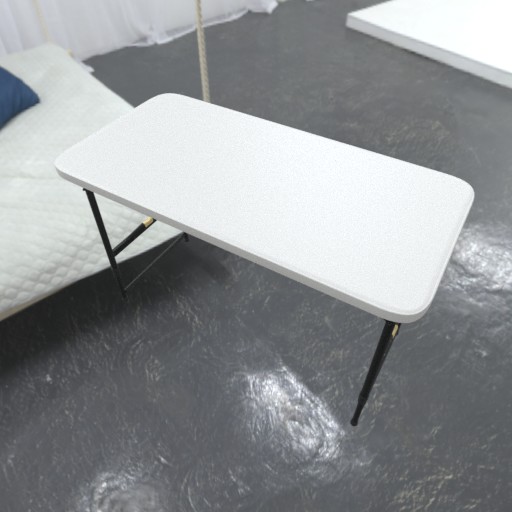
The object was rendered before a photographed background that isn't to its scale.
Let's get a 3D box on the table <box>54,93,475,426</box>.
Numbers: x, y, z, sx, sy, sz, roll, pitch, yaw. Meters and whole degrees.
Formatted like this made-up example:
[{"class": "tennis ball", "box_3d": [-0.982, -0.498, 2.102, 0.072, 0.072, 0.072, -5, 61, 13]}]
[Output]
[{"class": "table", "box_3d": [0.000, 0.000, 1.639, 1.219, 0.737, 0.610, 23, 50, 21]}]
